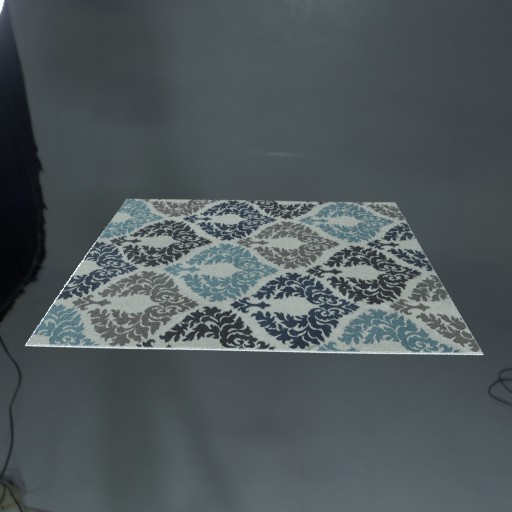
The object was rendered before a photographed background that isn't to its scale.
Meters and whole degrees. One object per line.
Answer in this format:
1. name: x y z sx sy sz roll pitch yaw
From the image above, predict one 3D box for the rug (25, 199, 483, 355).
1. rug: 0.000 0.000 3.958 3.040 0.014 2.423 1 31 1
